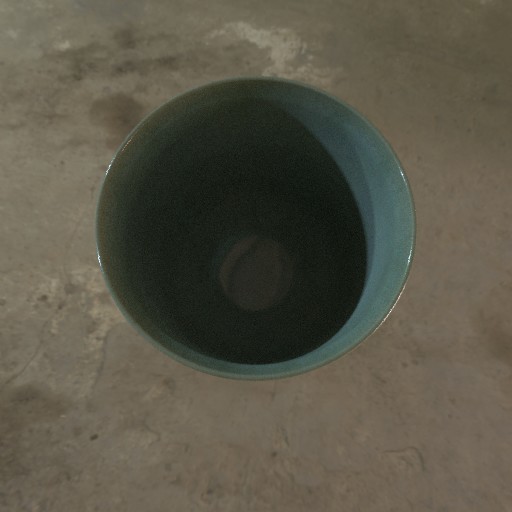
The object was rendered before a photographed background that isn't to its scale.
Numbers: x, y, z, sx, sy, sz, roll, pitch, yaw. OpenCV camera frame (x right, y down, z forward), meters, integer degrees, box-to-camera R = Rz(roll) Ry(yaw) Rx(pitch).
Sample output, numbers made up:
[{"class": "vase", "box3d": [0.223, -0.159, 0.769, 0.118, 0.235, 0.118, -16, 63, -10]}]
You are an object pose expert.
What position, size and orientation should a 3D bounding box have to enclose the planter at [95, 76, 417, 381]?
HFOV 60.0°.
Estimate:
[{"class": "planter", "box3d": [0.000, 0.000, 0.495, 0.266, 0.270, 0.266, 0, 75, 0]}]
